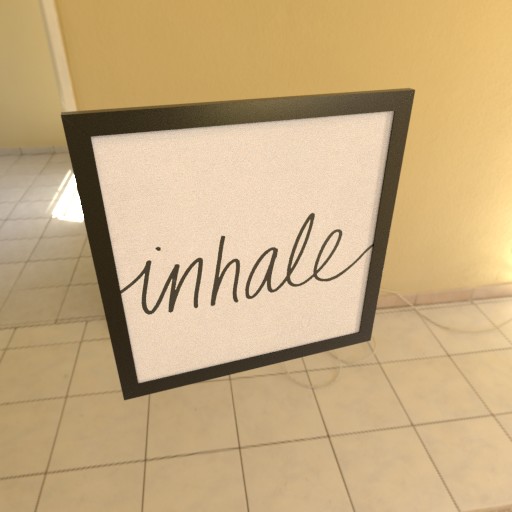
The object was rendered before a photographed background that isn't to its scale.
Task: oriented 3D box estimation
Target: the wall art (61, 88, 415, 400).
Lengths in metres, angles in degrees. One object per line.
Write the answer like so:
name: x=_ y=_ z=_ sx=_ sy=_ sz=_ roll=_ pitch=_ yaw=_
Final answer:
wall art: x=0.000 y=0.000 z=0.655 sx=0.446 sy=0.445 sz=0.014 roll=-10 pitch=33 yaw=-16
